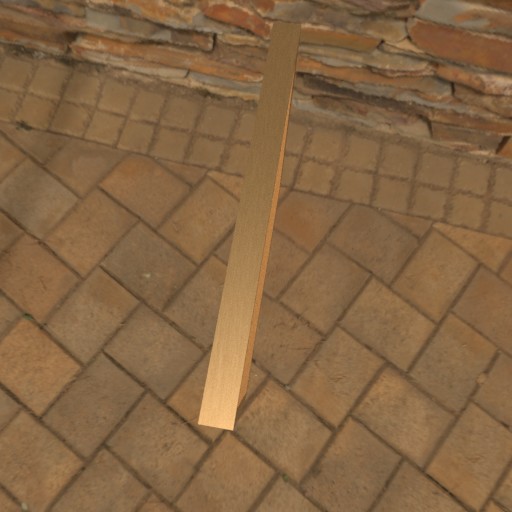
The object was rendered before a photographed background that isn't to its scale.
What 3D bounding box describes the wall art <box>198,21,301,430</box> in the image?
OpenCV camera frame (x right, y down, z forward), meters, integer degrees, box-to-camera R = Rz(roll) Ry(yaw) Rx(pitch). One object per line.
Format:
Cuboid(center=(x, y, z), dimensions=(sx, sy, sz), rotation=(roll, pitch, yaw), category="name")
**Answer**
Cuboid(center=(0.000, 0.000, 0.768), dimensions=(0.037, 0.509, 0.510), rotation=(9, 75, 2), category="wall art")
